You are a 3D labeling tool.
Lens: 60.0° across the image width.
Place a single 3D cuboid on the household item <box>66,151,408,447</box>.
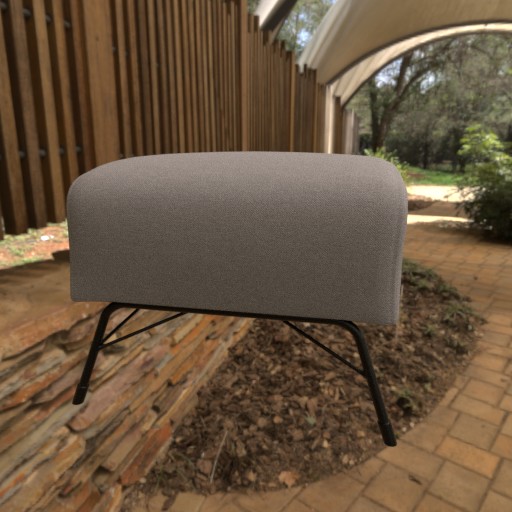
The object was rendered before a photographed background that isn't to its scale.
[{"bbox_3d":[0.000,0.000,0.893,0.530,0.410,0.530,3,15,11],"label":"household item"}]
